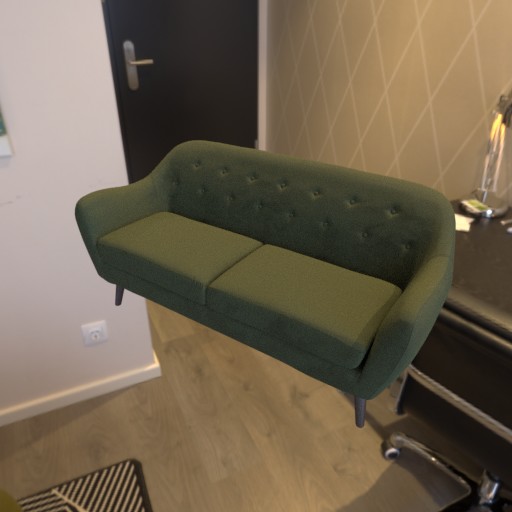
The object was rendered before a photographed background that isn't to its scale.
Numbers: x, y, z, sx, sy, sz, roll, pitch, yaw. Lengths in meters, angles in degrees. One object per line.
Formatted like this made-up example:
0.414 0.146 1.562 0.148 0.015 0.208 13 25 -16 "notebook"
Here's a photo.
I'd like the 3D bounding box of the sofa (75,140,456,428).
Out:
0.000 0.000 2.265 1.840 0.836 0.820 19 35 29 "sofa"
